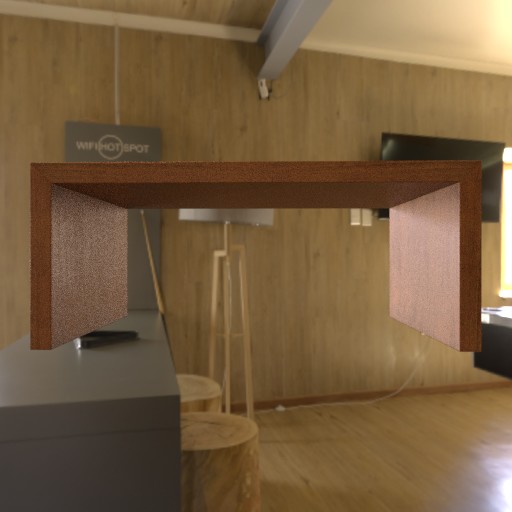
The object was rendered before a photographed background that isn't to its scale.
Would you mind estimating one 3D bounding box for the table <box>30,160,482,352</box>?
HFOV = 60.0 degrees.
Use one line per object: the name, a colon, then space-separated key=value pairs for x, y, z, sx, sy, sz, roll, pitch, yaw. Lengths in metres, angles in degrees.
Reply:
table: x=0.000 y=0.000 z=1.254 sx=1.000 sy=0.419 sz=0.549 roll=0 pitch=0 yaw=1
